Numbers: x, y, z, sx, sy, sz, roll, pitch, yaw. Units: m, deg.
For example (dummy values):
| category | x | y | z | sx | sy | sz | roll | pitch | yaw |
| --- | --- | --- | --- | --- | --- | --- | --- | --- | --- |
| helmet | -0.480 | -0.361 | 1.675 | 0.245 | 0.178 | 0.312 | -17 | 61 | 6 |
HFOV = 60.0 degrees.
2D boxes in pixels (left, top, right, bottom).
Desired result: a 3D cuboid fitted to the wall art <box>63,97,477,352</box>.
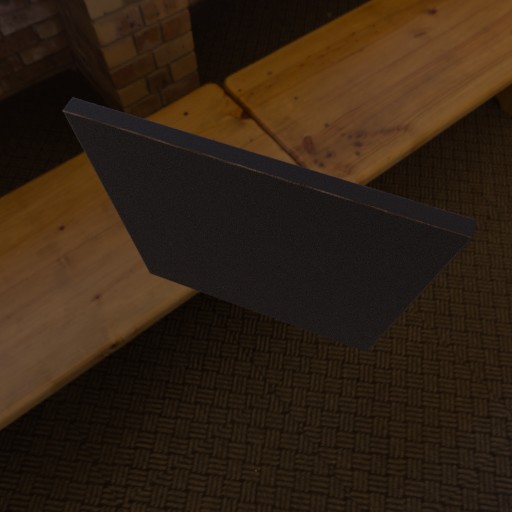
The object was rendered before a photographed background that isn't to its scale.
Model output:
| category | x | y | z | sx | sy | sz | roll | pitch | yaw |
| --- | --- | --- | --- | --- | --- | --- | --- | --- | --- |
| wall art | 0.000 | 0.000 | 0.447 | 0.304 | 0.303 | 0.015 | 19 | 66 | 9 |
